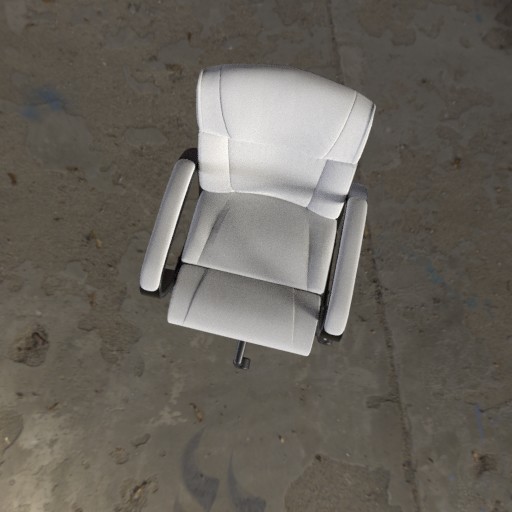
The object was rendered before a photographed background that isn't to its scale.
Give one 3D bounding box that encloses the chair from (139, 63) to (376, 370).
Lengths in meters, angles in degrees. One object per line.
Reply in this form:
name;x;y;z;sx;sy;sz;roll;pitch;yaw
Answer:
chair;0.000;0.000;1.452;0.739;1.004;0.717;13;75;4
